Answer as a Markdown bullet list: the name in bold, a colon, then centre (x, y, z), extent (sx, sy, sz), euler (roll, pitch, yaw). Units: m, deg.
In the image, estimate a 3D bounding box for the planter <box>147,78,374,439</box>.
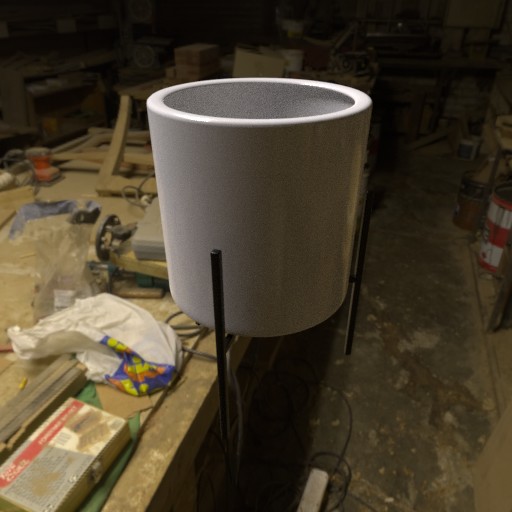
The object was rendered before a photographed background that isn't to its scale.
- **planter**: centre (0.000, 0.000, 0.517), extent (0.239, 0.356, 0.239), euler (10, 32, 16)
